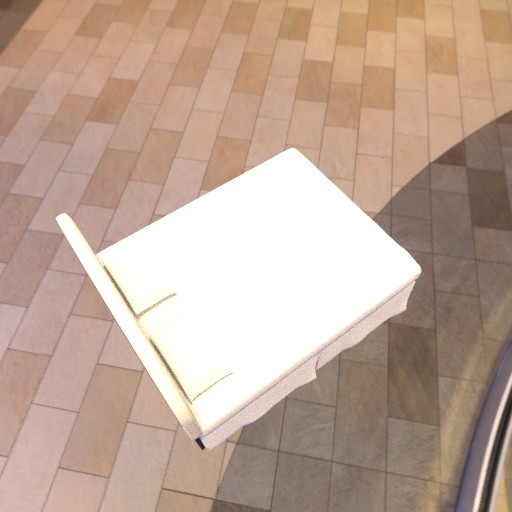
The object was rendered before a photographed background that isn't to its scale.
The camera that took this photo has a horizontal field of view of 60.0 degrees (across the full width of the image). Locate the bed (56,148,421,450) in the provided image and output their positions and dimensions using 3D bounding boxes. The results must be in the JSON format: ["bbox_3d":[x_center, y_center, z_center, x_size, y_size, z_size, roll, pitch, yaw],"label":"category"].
[{"bbox_3d":[0.000,0.000,3.108,2.005,1.410,1.607,-32,64,-18],"label":"bed"}]
